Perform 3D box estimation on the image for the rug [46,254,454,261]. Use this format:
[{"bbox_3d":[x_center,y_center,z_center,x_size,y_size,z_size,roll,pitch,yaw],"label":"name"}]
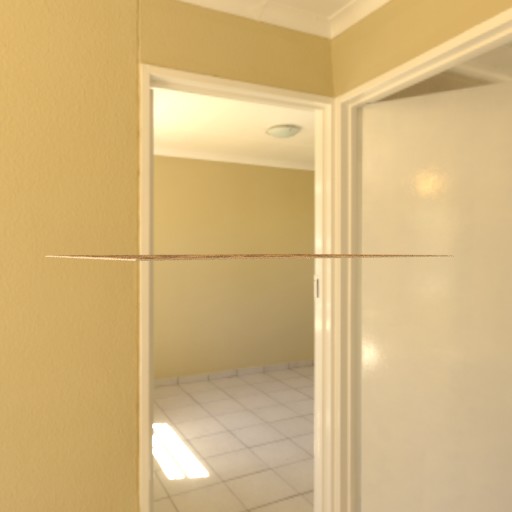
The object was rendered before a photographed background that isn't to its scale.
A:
[{"bbox_3d":[0.000,0.000,2.960,2.284,0.008,1.522,0,1,-37],"label":"rug"}]
